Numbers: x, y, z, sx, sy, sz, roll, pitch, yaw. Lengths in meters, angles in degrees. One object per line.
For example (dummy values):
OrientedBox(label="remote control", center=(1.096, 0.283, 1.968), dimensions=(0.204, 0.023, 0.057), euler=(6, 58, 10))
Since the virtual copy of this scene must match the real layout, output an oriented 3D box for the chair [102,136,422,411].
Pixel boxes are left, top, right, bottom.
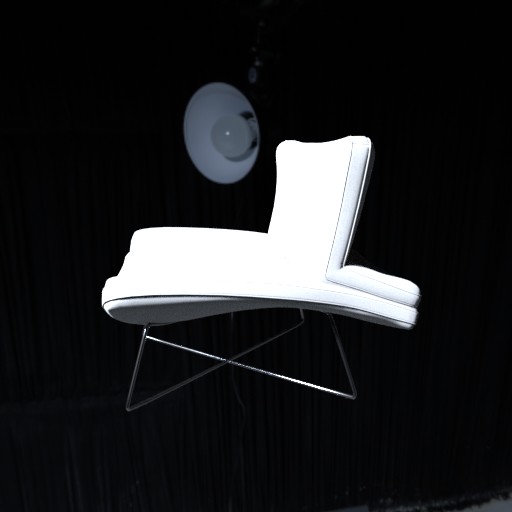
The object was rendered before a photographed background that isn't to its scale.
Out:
OrientedBox(label="chair", center=(0.000, 0.000, 1.672), dimensions=(1.008, 0.855, 0.859), euler=(-2, 14, -9))
